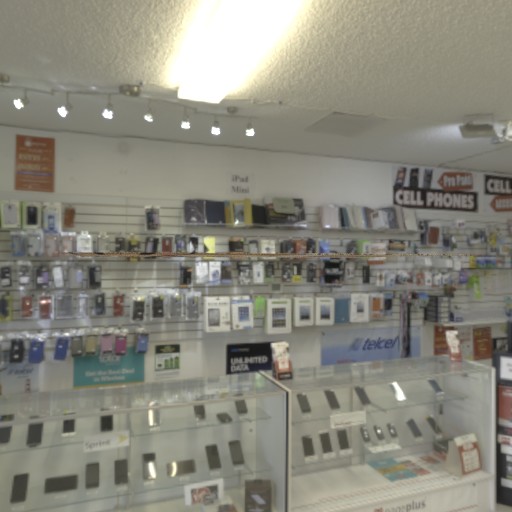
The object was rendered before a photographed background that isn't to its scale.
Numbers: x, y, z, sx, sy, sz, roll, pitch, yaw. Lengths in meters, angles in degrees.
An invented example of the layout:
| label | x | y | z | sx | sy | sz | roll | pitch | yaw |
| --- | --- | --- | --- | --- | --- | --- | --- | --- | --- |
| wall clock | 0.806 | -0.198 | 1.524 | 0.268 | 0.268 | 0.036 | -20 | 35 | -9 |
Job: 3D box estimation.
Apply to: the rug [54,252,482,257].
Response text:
| label | x | y | z | sx | sy | sz | roll | pitch | yaw |
| --- | --- | --- | --- | --- | --- | --- | --- | --- | --- |
| rug | 0.000 | 0.000 | 2.406 | 1.918 | 0.007 | 1.268 | 0 | -1 | -18 |
